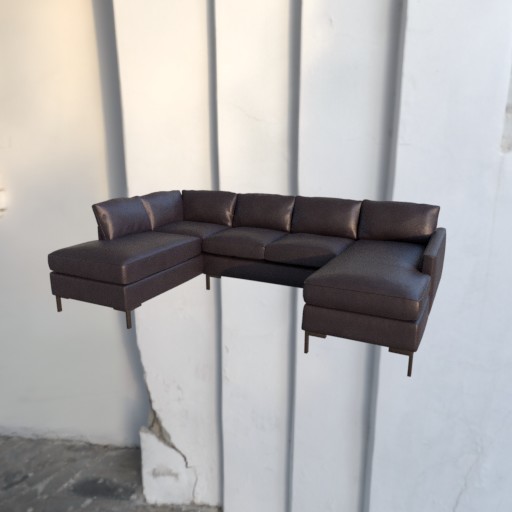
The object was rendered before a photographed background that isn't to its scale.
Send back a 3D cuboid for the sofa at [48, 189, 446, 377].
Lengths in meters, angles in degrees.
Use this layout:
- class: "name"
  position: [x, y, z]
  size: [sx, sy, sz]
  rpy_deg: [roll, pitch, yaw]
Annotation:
- class: "sofa"
  position: [0.000, 0.000, 3.892]
  size: [2.956, 0.900, 1.939]
  rpy_deg: [7, 16, 25]
